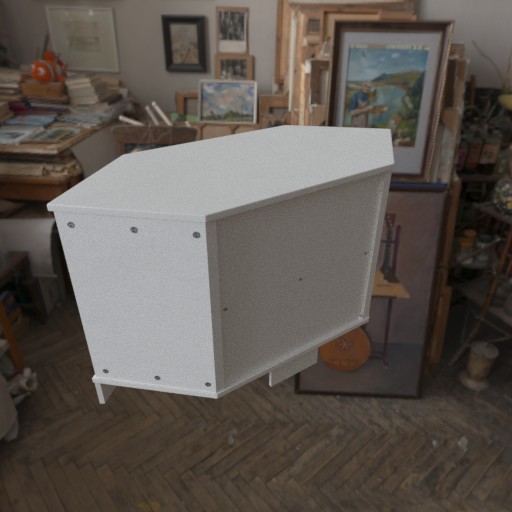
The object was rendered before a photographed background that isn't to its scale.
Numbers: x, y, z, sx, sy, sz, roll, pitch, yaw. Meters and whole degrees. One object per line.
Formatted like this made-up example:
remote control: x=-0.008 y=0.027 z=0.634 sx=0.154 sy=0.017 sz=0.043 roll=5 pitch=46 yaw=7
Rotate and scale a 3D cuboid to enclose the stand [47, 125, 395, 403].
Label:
stand: x=0.000 y=0.000 z=1.353 sx=1.072 sy=0.614 sz=0.477 roll=-19 pitch=36 yaw=-29
